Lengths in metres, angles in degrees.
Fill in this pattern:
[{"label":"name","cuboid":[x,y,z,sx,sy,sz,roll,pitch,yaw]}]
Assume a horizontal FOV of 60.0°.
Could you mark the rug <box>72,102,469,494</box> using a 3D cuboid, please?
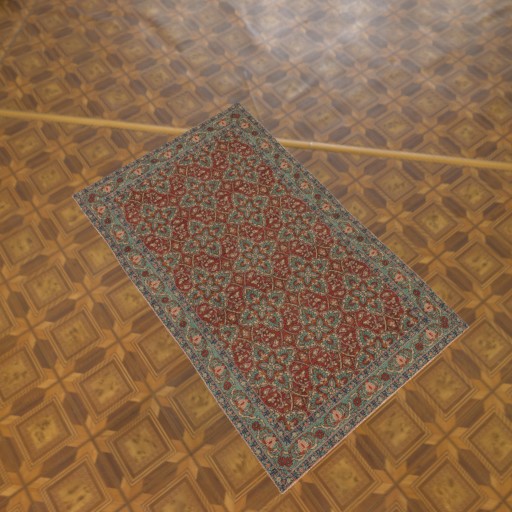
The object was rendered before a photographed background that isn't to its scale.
[{"label":"rug","cuboid":[0.000,0.000,3.021,1.533,0.011,2.439,-35,68,-16]}]
